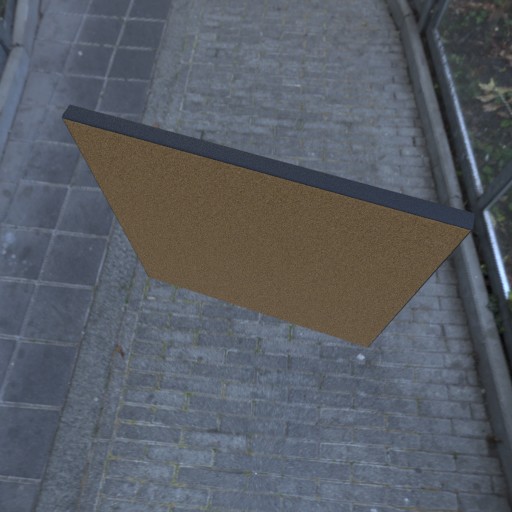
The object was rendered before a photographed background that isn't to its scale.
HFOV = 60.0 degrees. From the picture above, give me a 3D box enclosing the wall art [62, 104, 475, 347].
[{"bbox_3d":[0.000,0.000,0.673,0.456,0.453,0.022,17,65,8],"label":"wall art"}]
